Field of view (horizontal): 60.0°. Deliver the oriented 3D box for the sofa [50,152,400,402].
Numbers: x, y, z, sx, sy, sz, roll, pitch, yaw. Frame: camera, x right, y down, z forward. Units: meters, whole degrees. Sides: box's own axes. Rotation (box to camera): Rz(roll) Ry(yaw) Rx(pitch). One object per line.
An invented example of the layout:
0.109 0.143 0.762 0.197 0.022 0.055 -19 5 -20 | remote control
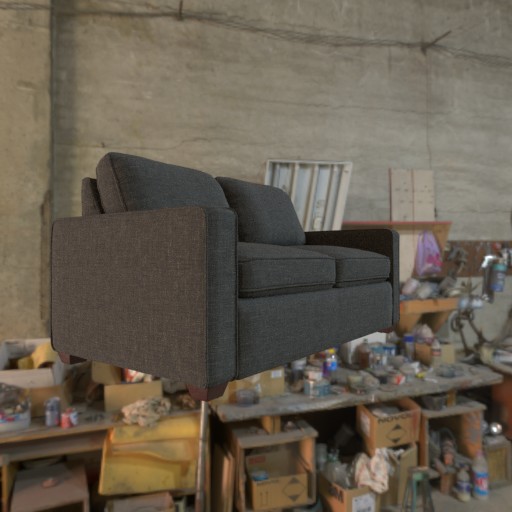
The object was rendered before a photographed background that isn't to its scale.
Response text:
0.000 0.000 2.277 0.947 0.918 1.709 0 0 37 | sofa
